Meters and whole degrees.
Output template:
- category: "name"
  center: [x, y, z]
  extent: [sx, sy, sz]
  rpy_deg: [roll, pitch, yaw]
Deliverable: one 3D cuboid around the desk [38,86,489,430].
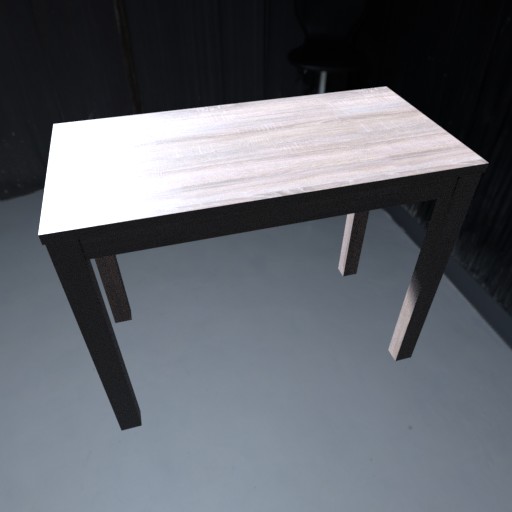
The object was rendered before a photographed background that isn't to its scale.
- category: "desk"
  center: [0.000, 0.000, 1.364]
  extent: [0.991, 0.762, 0.495]
  rpy_deg: [-11, 43, -12]
